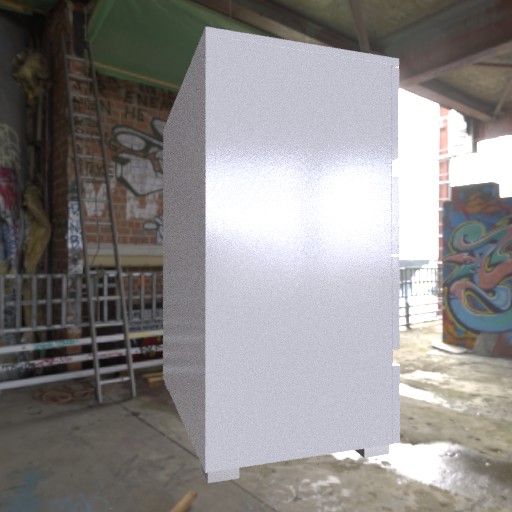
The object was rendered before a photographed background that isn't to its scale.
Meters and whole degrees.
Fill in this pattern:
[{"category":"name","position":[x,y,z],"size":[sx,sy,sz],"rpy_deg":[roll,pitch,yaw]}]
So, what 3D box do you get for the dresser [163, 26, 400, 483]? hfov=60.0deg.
[{"category":"dresser","position":[0.000,0.000,1.145],"size":[0.400,0.800,0.650],"rpy_deg":[0,0,-18]}]
